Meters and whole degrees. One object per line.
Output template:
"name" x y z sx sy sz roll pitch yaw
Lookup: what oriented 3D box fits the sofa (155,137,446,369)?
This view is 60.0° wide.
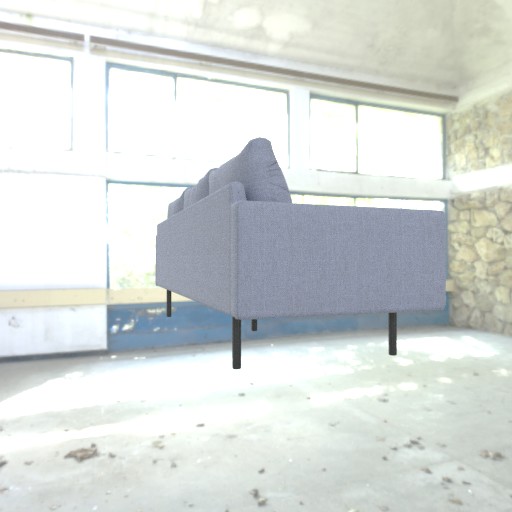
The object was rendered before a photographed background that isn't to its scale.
"sofa" 0.000 0.000 2.463 0.850 0.830 2.000 0 -1 -20
